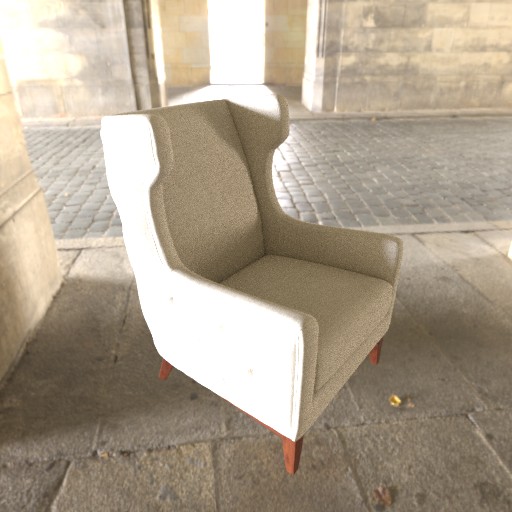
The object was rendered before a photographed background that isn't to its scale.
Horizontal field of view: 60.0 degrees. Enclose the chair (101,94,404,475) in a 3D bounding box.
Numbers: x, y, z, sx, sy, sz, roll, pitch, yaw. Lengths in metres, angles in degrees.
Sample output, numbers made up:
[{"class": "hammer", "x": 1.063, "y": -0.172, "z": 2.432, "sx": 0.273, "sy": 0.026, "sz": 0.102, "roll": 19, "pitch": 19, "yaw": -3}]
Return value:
[{"class": "chair", "x": 0.000, "y": 0.000, "z": 1.672, "sx": 0.899, "sy": 1.079, "sz": 0.778, "roll": 18, "pitch": 31, "yaw": 32}]
